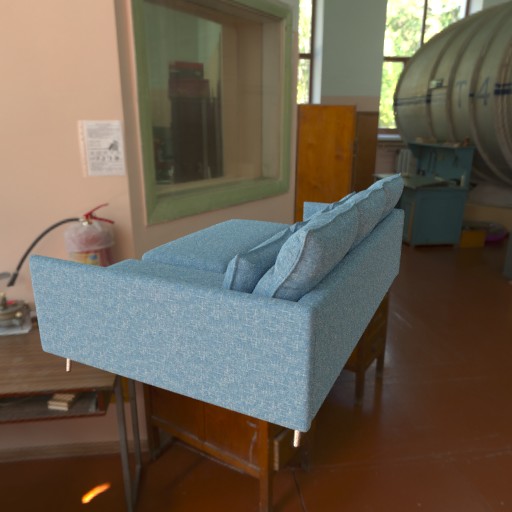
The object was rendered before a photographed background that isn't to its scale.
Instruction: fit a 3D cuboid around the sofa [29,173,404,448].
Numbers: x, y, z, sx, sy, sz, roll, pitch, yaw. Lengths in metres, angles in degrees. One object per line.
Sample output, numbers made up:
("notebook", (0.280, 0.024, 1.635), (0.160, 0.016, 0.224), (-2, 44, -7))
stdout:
("sofa", (0.000, 0.000, 2.705), (1.420, 0.899, 2.034), (8, 18, 25))
